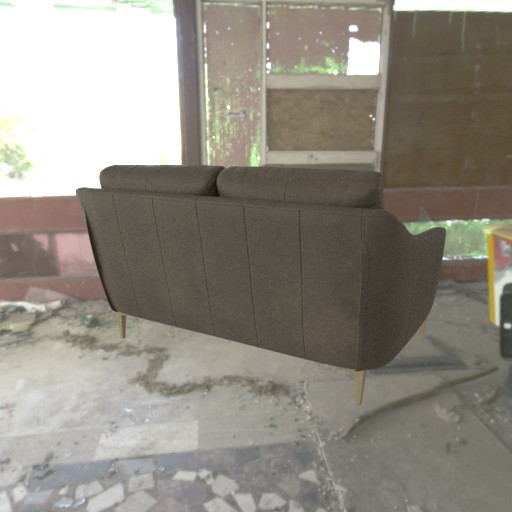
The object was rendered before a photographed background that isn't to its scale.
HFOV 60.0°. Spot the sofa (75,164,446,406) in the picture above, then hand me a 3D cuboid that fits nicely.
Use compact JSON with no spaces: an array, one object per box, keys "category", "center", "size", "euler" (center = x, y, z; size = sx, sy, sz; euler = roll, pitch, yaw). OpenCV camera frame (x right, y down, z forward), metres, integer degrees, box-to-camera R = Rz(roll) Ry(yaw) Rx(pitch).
[{"category":"sofa","center":[0.000,0.000,2.173],"size":[1.619,0.902,0.960],"euler":[8,17,27]}]
